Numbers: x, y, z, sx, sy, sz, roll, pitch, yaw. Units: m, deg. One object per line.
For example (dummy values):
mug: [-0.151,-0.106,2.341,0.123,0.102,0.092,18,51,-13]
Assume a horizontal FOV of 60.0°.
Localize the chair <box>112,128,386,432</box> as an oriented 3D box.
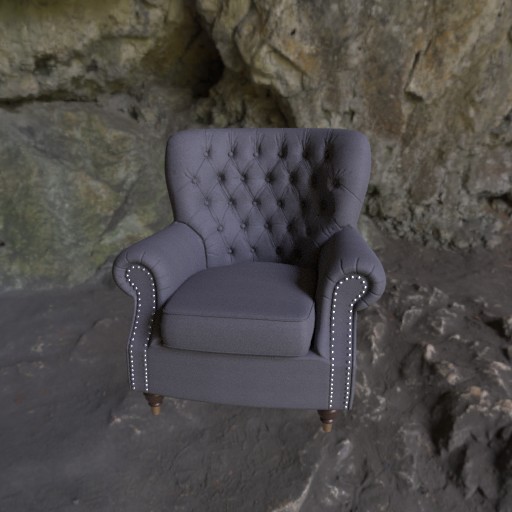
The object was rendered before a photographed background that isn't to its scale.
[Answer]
chair: [0.000,0.000,1.851,0.983,1.046,0.983,2,15,9]
